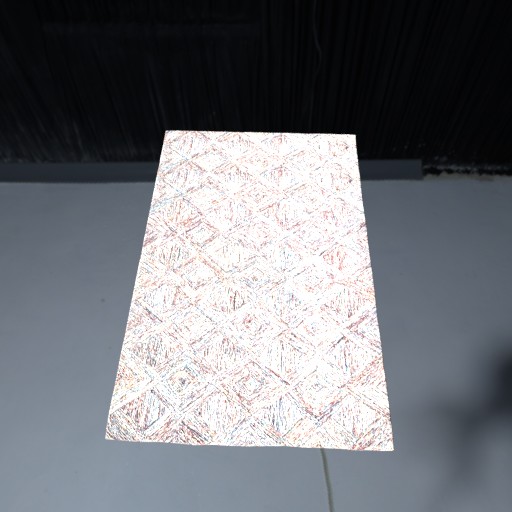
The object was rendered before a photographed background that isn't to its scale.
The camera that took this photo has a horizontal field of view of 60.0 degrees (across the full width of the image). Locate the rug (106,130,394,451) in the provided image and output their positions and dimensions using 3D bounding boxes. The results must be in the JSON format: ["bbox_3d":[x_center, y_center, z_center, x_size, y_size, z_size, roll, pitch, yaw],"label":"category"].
[{"bbox_3d":[0.000,0.000,2.198,1.143,0.014,1.761,1,58,1],"label":"rug"}]
